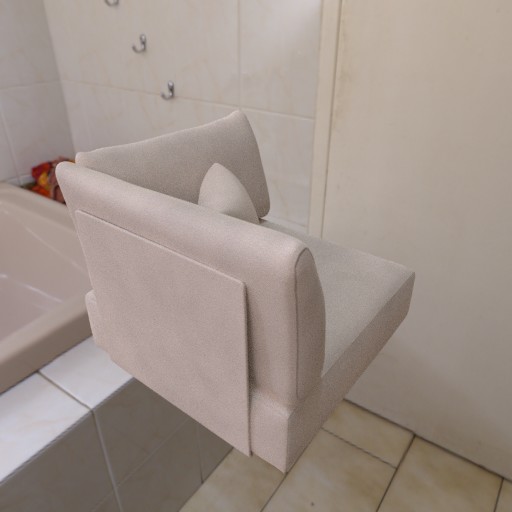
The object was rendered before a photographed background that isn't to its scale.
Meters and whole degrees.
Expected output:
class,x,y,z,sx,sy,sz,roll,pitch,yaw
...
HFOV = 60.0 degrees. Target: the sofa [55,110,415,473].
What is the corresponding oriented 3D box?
class,x,y,z,sx,sy,sz,roll,pitch,yaw
sofa,0.000,0.000,1.706,1.000,0.820,1.000,21,36,32
